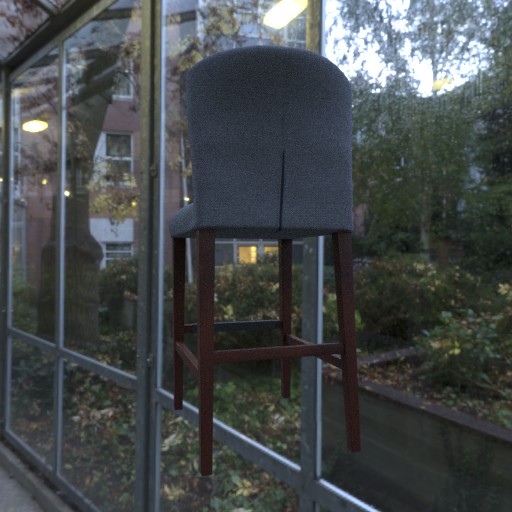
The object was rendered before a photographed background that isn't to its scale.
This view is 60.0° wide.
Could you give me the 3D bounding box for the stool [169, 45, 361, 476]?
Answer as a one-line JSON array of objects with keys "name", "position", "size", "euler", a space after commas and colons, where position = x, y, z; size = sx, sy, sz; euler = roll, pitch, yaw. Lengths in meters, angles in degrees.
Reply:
[{"name": "stool", "position": [0.000, 0.000, 1.386], "size": [0.486, 1.069, 0.568], "euler": [0, 0, -18]}]
